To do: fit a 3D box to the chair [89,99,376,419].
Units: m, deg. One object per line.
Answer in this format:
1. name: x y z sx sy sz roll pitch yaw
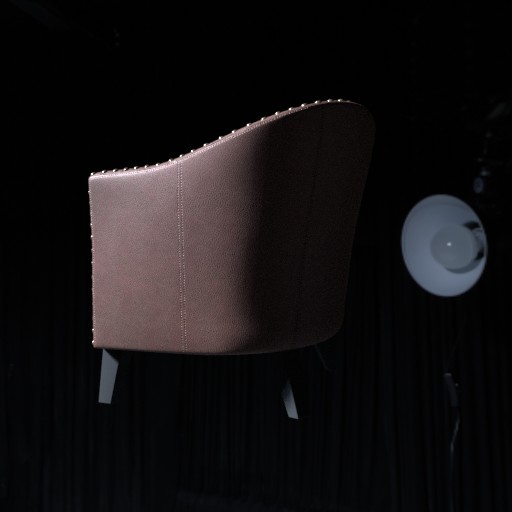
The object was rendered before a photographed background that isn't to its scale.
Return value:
1. chair: 0.000 0.000 1.436 0.748 0.823 0.794 0 0 18
